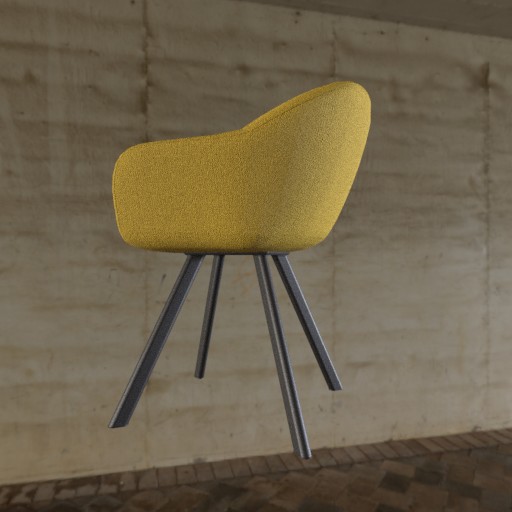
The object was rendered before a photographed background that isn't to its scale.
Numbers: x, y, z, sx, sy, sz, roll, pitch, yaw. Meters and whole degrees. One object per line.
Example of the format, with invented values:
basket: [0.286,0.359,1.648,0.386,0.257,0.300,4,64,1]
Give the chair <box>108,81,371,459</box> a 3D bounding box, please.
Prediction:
chair: [0.000,0.000,1.128,0.565,0.775,0.545,0,0,19]
